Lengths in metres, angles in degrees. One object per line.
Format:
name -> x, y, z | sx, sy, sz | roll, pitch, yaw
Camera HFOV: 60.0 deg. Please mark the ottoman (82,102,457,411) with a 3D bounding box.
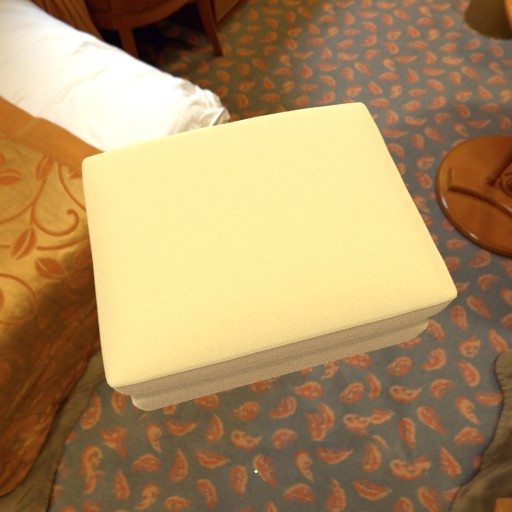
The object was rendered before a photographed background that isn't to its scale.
ottoman -> 0.000, 0.000, 1.157 | 0.741, 0.513, 0.584 | -13, 65, -6
